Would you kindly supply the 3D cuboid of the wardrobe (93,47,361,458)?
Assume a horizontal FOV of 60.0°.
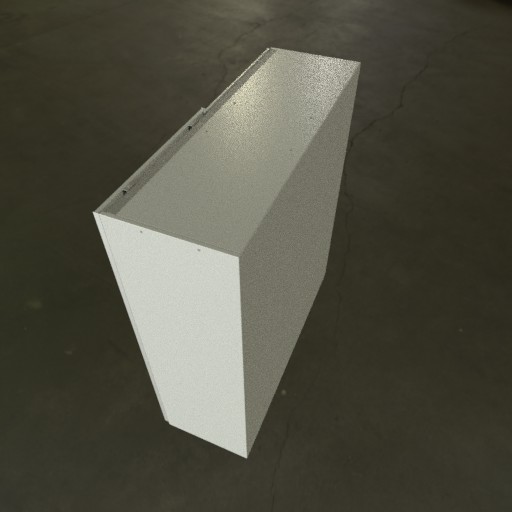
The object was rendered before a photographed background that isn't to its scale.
[{"bbox_3d":[0.000,0.000,2.915,0.629,1.960,1.780,17,49,16],"label":"wardrobe"}]
